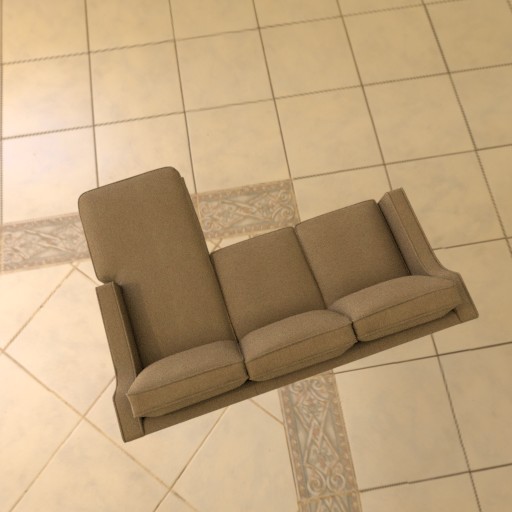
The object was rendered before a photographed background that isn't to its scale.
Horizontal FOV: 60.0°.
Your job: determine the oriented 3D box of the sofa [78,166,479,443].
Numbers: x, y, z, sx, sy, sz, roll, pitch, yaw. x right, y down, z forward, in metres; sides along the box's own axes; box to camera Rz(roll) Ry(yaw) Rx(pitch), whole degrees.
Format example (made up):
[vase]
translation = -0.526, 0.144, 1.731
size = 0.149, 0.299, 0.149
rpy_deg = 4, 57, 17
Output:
[sofa]
translation = 0.000, 0.000, 3.236
size = 2.317, 1.081, 1.858
rpy_deg = -18, 75, -5
